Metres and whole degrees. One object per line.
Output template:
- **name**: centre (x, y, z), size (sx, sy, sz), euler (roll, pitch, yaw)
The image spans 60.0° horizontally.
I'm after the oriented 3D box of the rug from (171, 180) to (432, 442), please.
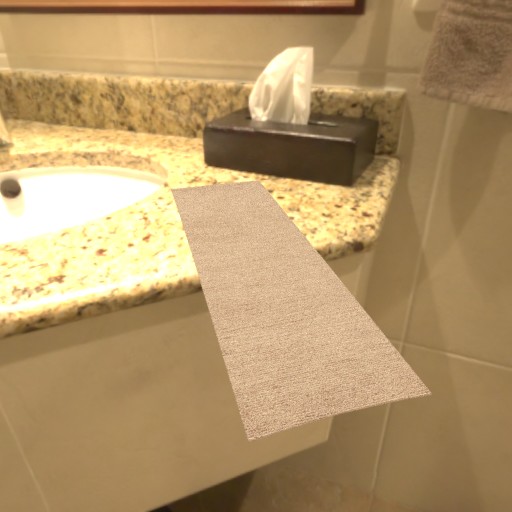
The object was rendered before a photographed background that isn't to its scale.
- **rug**: centre (0.000, 0.000, 2.528), size (0.712, 0.013, 2.346), euler (-8, 31, -13)
